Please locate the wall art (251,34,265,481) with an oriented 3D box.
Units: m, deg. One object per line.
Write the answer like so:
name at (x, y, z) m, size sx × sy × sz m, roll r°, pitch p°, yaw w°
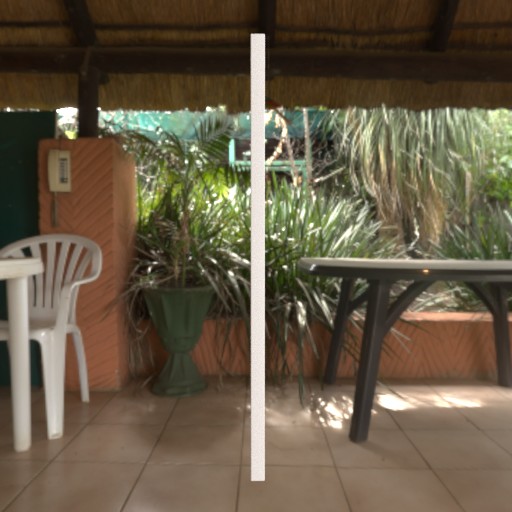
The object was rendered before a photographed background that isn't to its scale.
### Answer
wall art at (0.000, 0.000, 1.657) m, size 0.038 × 1.212 × 0.914 m, roll 0°, pitch 1°, yaw -1°
